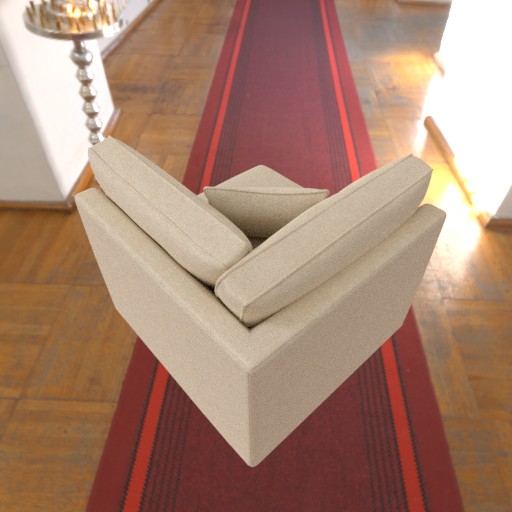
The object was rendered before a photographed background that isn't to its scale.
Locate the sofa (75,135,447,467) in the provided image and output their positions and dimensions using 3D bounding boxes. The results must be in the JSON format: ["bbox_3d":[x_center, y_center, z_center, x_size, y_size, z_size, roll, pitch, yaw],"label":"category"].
[{"bbox_3d":[0.000,0.000,2.022,1.084,1.002,1.146,-33,54,-28],"label":"sofa"}]
